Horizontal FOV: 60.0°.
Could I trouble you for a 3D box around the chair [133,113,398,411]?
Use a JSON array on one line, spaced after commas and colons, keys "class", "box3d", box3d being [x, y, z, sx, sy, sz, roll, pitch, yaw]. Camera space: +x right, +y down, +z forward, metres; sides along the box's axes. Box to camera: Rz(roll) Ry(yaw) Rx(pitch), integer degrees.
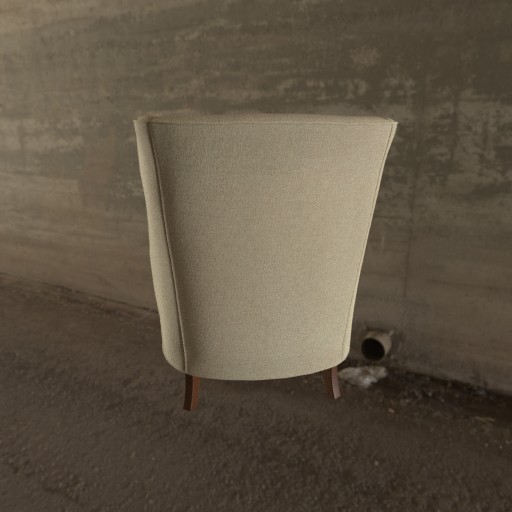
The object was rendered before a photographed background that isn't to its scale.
[{"class": "chair", "box3d": [0.000, 0.000, 1.746, 0.838, 1.040, 0.966, -2, 15, -8]}]
